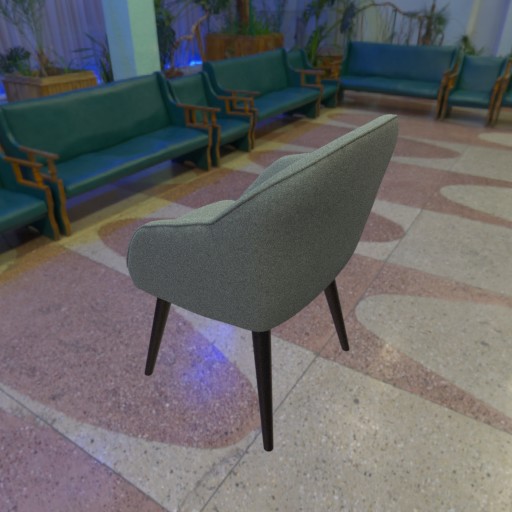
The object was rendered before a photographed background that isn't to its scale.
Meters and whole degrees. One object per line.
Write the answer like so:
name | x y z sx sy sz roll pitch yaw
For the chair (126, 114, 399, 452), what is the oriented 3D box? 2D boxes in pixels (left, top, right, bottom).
chair | 0.000 0.000 1.224 0.611 0.810 0.589 20 37 30
